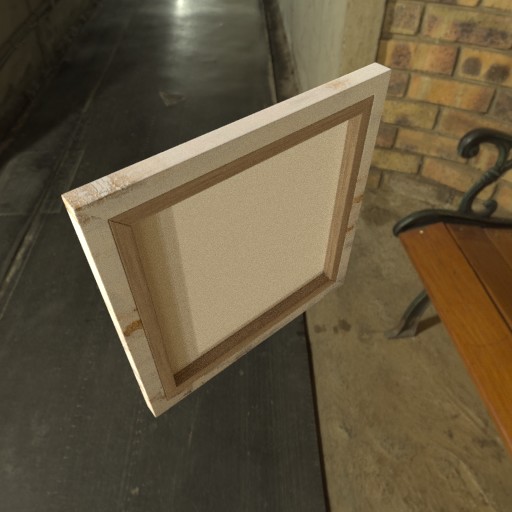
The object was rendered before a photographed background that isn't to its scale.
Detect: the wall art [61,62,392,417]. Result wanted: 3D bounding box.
[{"bbox_3d":[0.000,0.000,0.909,0.611,0.613,0.040,-31,54,-26],"label":"wall art"}]
